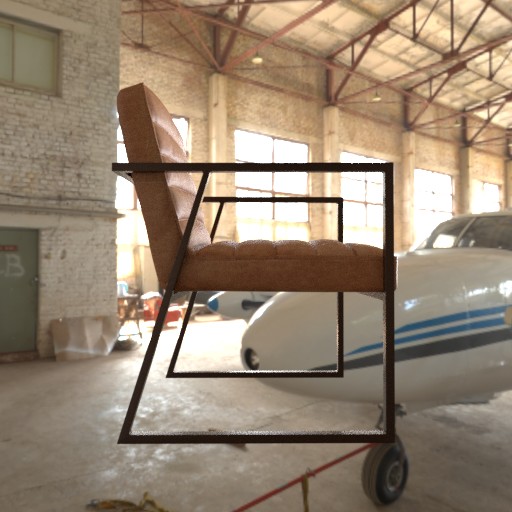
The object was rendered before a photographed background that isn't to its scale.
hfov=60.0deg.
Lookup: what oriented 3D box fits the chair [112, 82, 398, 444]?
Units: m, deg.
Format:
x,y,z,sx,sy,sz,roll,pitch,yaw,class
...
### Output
x,y,z,sx,sy,sz,roll,pitch,yaw,class
0.000,0.000,1.265,0.677,0.832,0.571,0,-1,0,chair
